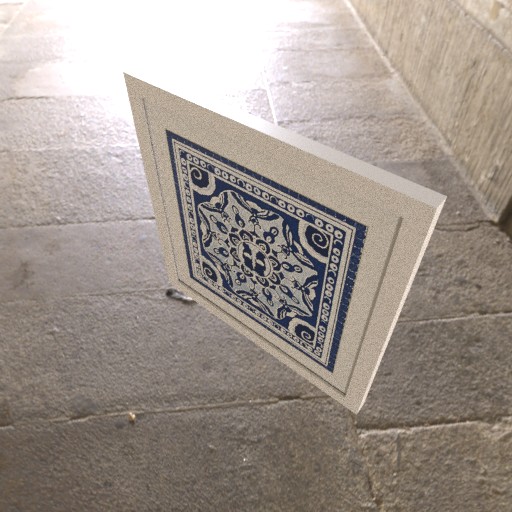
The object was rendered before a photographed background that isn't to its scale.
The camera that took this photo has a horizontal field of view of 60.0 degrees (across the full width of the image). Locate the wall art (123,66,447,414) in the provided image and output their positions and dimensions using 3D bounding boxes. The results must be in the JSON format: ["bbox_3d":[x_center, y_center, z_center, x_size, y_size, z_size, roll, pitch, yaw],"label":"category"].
[{"bbox_3d":[0.000,0.000,0.840,0.559,0.559,0.028,31,54,26],"label":"wall art"}]
